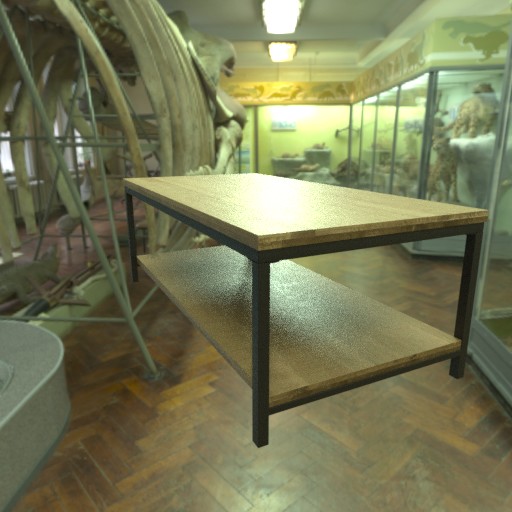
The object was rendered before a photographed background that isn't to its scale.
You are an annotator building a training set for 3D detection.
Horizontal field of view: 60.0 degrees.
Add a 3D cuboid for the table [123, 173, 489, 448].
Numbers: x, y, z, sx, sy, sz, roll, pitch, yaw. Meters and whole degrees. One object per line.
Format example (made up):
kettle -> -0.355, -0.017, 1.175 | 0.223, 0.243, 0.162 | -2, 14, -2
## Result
table -> 0.000, 0.000, 1.346 | 0.551, 0.399, 1.100 | -8, 17, -26
